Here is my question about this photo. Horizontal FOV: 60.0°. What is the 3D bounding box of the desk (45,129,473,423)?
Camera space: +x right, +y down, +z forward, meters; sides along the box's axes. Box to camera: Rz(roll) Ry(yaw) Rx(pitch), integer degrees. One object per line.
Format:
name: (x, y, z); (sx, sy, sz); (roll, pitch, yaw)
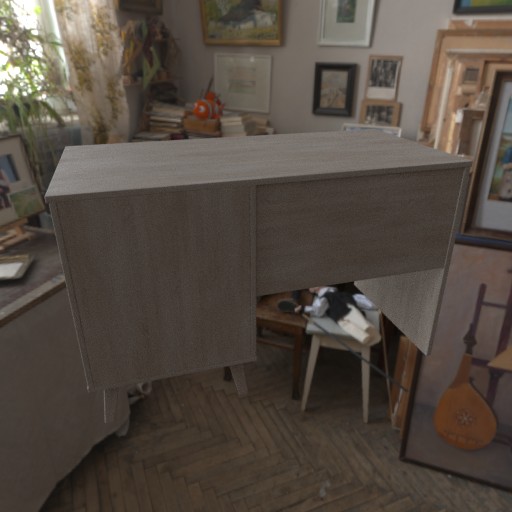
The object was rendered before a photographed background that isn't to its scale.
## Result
desk: (0.000, 0.000, 1.663); (1.251, 0.770, 0.600); (-7, 27, -15)
